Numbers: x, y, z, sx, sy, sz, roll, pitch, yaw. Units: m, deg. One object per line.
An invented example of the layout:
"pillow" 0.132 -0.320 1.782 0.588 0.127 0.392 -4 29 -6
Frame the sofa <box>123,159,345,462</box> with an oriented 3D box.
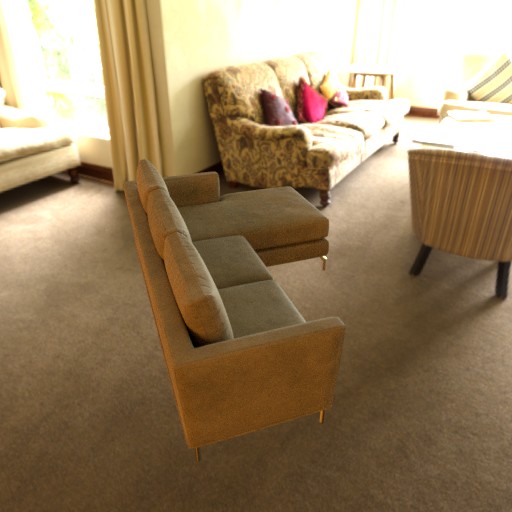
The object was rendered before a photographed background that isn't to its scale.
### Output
"sofa" 0.000 0.000 3.259 1.622 0.987 2.438 -10 31 -17
